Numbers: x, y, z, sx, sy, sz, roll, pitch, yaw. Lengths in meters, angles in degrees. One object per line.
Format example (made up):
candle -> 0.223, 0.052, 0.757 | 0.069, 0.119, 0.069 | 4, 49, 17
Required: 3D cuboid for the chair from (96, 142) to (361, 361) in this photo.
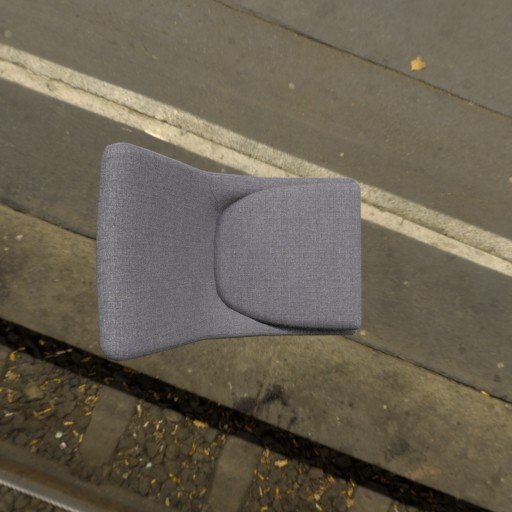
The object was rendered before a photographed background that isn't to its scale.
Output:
chair -> 0.000, 0.000, 1.368 | 0.655, 0.952, 0.508 | 0, 89, 0
